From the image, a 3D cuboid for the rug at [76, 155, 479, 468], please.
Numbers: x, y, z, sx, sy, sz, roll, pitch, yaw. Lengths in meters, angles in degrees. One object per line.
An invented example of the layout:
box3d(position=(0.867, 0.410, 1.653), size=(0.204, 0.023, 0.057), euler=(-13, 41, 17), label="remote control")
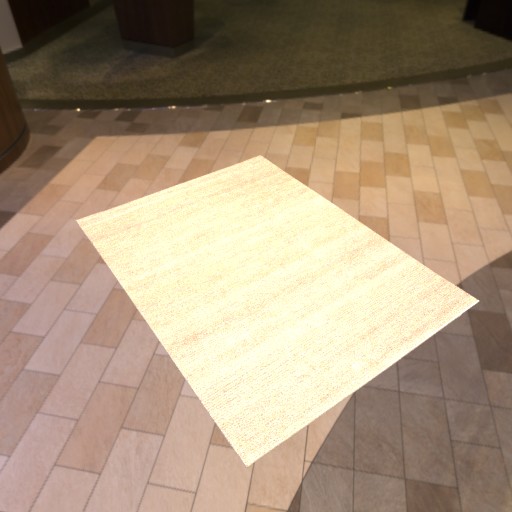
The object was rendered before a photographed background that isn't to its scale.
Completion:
box3d(position=(0.000, 0.000, 4.304), size=(2.467, 0.046, 3.245), euler=(-25, 47, -26), label="rug")
